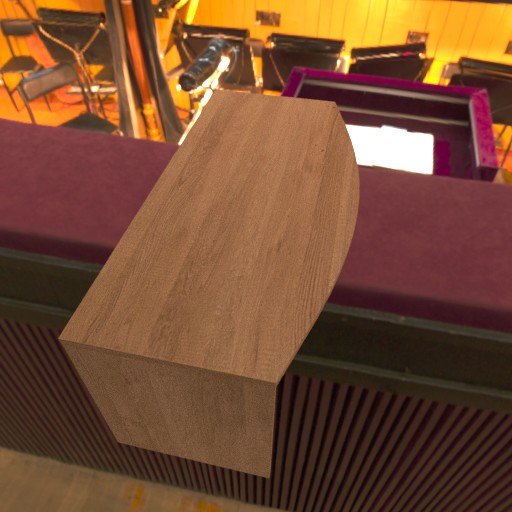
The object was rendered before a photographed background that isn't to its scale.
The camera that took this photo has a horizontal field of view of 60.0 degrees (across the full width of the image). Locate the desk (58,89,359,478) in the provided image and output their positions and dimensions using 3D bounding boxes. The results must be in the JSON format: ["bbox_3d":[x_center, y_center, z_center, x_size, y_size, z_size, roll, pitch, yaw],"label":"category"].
[{"bbox_3d":[0.000,0.000,2.020,0.802,0.752,1.600,9,47,9],"label":"desk"}]
